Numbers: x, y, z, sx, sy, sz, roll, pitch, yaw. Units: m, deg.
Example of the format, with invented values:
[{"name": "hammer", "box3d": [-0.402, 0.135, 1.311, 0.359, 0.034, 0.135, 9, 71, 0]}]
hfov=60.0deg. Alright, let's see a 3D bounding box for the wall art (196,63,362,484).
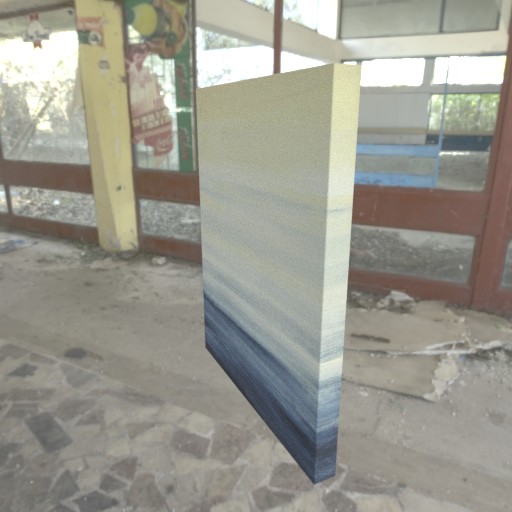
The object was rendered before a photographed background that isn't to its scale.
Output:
[{"name": "wall art", "box3d": [0.000, 0.000, 0.822, 0.040, 0.608, 0.489, -8, 19, -25]}]
